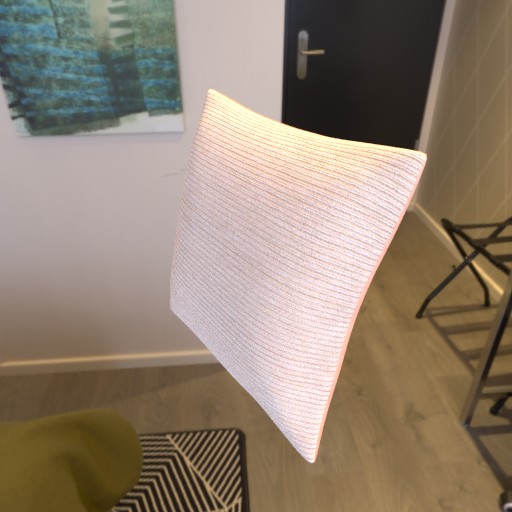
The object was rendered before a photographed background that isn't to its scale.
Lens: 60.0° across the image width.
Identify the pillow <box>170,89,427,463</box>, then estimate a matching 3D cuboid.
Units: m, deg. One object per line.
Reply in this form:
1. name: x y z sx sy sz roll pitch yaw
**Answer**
1. pillow: 0.000 0.000 0.659 0.177 0.401 0.424 -20 36 -30
